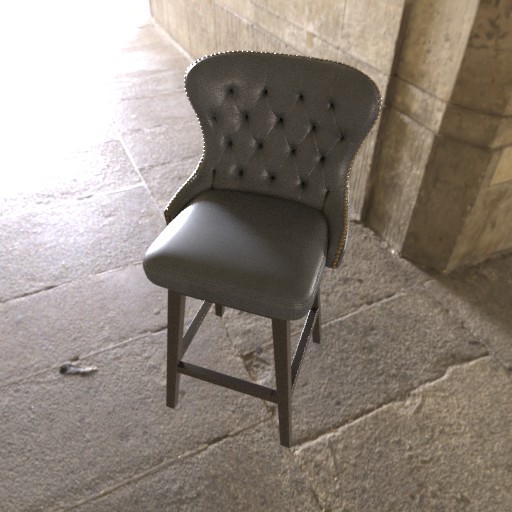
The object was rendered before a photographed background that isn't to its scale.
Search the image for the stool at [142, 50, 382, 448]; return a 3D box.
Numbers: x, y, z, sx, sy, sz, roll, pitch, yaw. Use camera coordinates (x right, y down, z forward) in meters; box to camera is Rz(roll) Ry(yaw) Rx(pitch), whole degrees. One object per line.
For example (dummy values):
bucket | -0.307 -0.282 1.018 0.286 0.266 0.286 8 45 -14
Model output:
stool | 0.000 0.000 1.304 0.528 0.971 0.593 13 44 14
